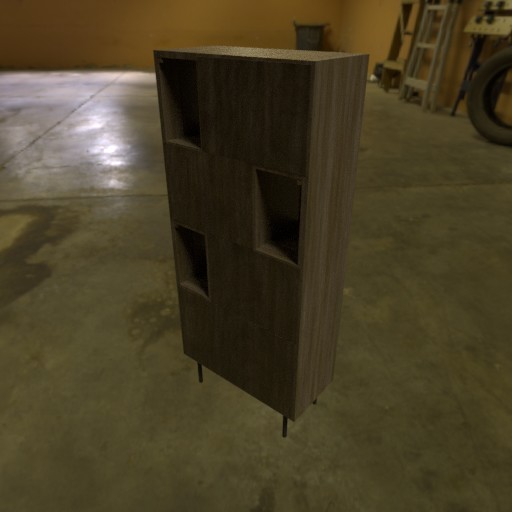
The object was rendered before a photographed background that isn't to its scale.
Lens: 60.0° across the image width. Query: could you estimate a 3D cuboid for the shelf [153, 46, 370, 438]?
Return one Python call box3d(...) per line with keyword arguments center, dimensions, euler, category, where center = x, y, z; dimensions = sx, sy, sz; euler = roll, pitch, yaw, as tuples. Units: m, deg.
box3d(center=(0.000, 0.000, 1.843), dimensions=(0.670, 1.545, 0.323), euler=(21, 35, 34), category="shelf")
